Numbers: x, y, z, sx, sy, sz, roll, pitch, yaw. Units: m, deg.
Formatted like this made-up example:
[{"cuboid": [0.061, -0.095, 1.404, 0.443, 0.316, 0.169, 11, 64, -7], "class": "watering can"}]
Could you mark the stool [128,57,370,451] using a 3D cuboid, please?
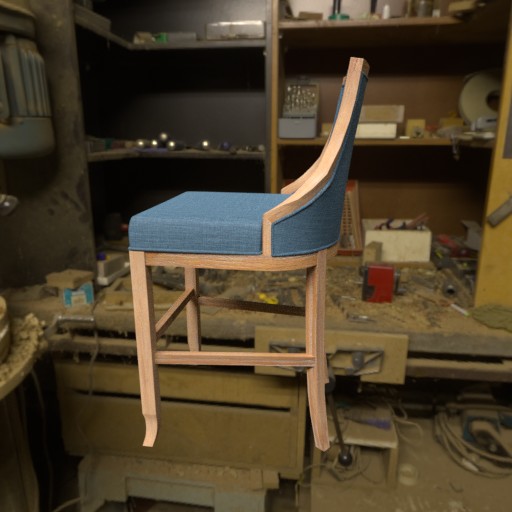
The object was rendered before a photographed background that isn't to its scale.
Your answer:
[{"cuboid": [0.000, 0.000, 1.416, 0.626, 1.101, 0.524, 2, 16, 8], "class": "stool"}]
